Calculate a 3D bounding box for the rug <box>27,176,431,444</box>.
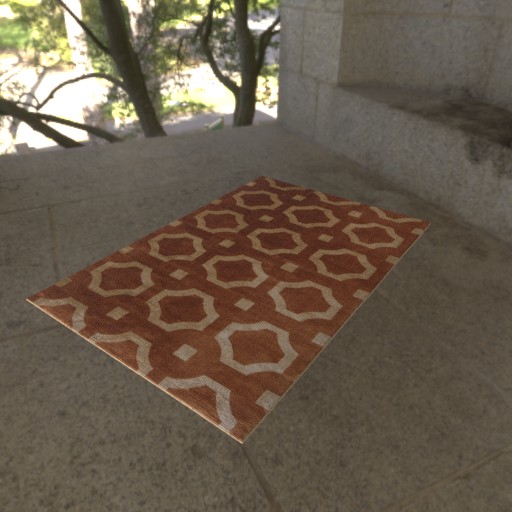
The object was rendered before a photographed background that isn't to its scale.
[{"bbox_3d":[0.000,0.000,2.904,1.555,0.016,2.286,21,38,30],"label":"rug"}]
